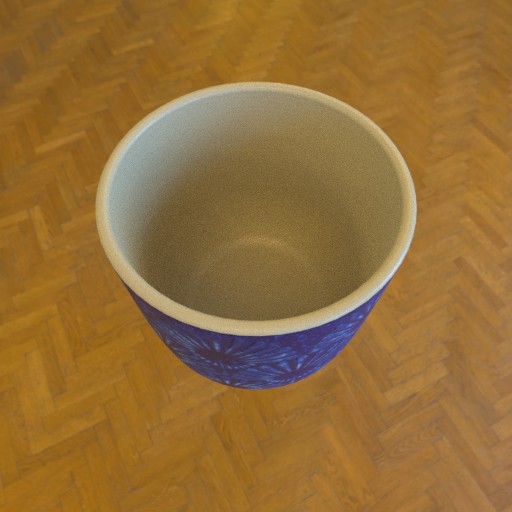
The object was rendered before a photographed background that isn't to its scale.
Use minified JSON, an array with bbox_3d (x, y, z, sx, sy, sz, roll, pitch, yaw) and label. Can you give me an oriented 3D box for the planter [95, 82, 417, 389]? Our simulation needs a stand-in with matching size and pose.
[{"bbox_3d":[0.000,0.000,0.219,0.124,0.109,0.124,0,59,0],"label":"planter"}]
